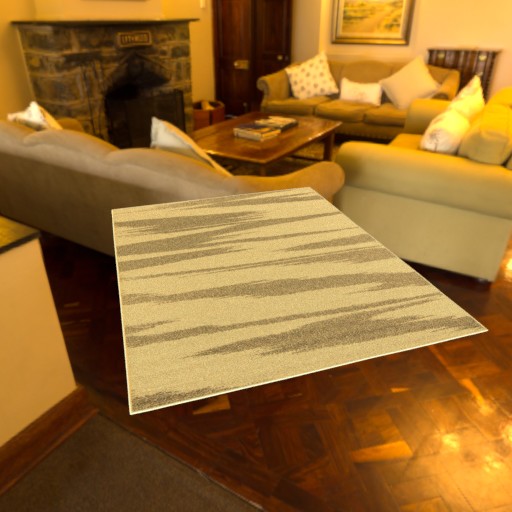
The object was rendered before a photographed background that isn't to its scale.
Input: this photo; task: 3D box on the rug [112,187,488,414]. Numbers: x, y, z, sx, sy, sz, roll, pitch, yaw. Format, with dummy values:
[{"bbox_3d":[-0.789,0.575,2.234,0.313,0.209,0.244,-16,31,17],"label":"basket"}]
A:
[{"bbox_3d":[0.000,0.000,3.897,2.353,0.014,2.945,-9,30,-16],"label":"rug"}]
